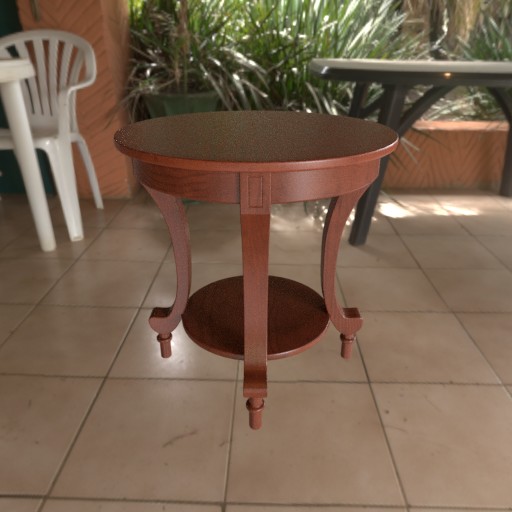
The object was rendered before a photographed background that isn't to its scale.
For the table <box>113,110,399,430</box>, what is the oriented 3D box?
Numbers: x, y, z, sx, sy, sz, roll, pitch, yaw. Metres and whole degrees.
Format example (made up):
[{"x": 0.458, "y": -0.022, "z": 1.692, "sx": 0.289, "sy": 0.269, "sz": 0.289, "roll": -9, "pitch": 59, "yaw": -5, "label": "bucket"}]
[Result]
[{"x": 0.000, "y": 0.000, "z": 1.096, "sx": 0.597, "sy": 0.612, "sz": 0.597, "roll": 0, "pitch": 26, "yaw": 0, "label": "table"}]
